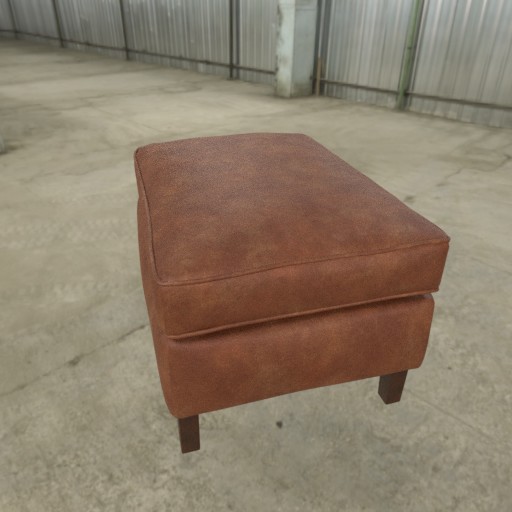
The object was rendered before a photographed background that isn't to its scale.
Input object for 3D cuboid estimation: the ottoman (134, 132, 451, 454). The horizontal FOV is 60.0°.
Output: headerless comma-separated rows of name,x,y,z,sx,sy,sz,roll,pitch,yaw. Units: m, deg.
ottoman,0.000,0.000,0.986,0.501,0.418,0.665,-8,31,-14
